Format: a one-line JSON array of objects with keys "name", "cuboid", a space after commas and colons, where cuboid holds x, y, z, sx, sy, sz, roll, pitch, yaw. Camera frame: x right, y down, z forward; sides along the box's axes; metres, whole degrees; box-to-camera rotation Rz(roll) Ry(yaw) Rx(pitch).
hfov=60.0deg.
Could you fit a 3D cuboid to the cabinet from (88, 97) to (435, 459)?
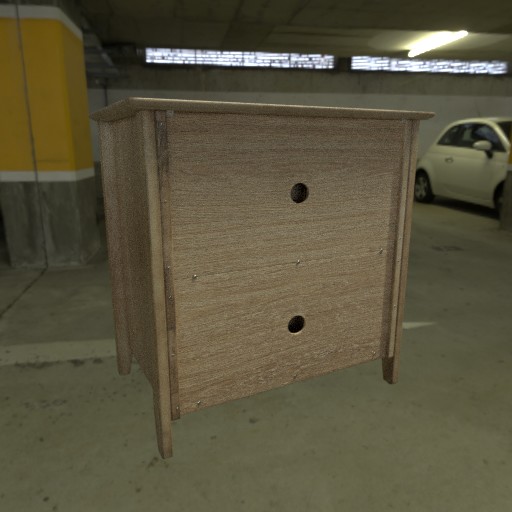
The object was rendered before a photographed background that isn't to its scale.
[{"name": "cabinet", "cuboid": [0.000, 0.000, 1.243, 0.763, 0.762, 0.503, -7, 16, -27]}]
